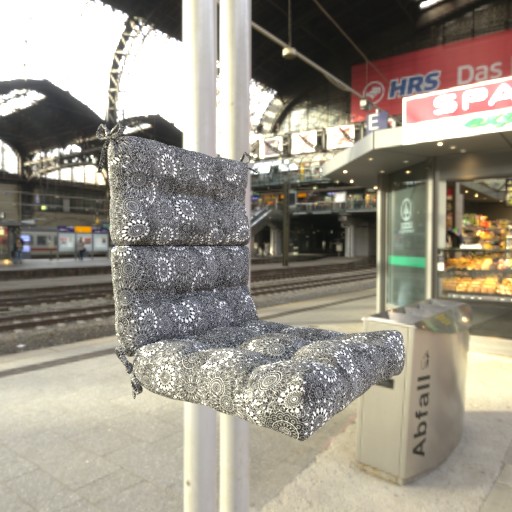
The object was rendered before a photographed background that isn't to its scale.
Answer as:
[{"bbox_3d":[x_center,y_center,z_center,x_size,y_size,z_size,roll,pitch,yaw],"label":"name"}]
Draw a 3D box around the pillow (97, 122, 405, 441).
[{"bbox_3d":[0.000,0.000,1.039,0.571,0.605,0.519,1,2,37],"label":"pillow"}]
